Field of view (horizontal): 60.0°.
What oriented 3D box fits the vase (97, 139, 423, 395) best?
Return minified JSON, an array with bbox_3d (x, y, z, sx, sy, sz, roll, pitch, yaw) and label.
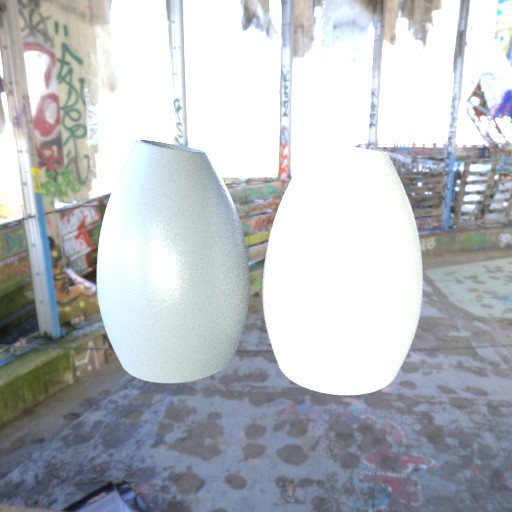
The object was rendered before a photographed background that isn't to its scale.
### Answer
[{"bbox_3d":[0.000,0.000,0.257,0.187,0.131,0.089,2,15,7],"label":"vase"}]
